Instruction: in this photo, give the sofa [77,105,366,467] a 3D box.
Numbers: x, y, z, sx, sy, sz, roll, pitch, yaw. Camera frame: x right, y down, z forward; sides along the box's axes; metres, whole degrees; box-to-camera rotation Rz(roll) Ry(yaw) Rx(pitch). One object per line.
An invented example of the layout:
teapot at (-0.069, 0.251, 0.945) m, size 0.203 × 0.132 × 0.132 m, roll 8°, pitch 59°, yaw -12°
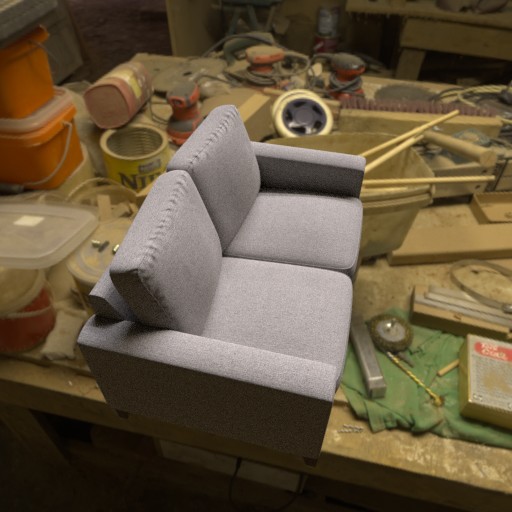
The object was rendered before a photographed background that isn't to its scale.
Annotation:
sofa at (0.000, 0.000, 2.026) m, size 0.917 × 0.873 × 1.420 m, roll 10°, pitch 46°, yaw 10°
